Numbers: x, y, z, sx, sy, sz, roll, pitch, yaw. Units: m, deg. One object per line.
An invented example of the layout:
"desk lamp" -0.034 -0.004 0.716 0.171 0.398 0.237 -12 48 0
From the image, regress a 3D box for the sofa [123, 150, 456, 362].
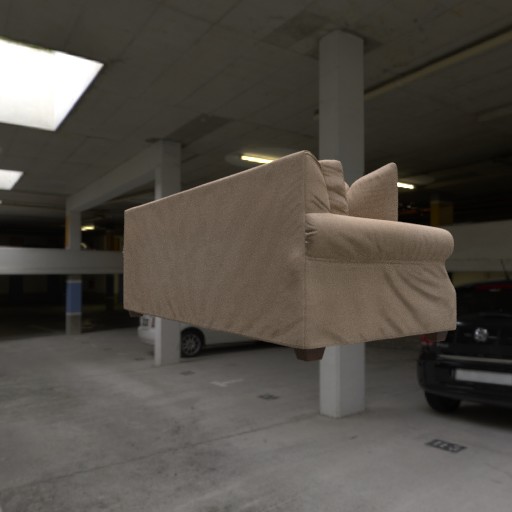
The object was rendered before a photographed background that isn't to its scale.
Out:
"sofa" 0.000 0.000 2.878 1.067 0.904 2.285 1 -2 -35
